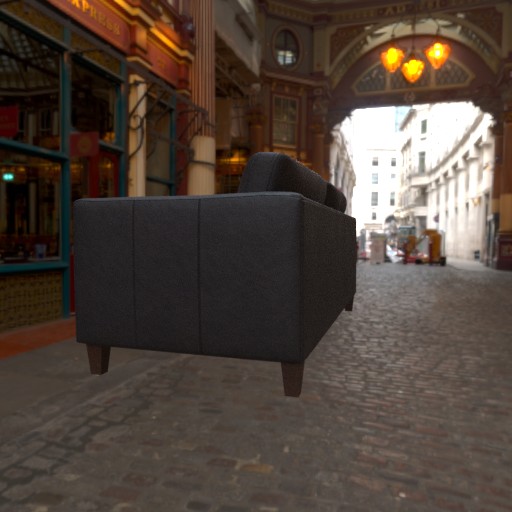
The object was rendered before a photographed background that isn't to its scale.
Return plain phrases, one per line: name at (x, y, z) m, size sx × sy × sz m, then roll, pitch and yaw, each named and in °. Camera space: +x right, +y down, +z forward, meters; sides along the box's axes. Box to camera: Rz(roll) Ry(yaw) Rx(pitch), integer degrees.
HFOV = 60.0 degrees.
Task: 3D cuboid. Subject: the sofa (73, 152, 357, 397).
sofa at (0.000, 0.000, 2.477) m, size 0.933 × 0.863 × 1.971 m, roll 1°, pitch 3°, yaw 18°
